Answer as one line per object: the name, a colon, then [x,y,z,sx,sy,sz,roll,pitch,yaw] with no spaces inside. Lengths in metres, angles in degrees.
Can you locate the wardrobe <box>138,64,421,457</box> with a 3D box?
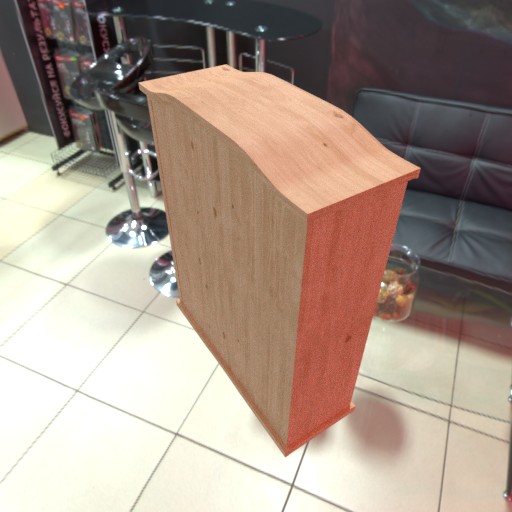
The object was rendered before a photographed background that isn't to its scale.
wardrobe: [0.000,0.000,2.659,0.570,1.870,1.500,-23,46,-25]
